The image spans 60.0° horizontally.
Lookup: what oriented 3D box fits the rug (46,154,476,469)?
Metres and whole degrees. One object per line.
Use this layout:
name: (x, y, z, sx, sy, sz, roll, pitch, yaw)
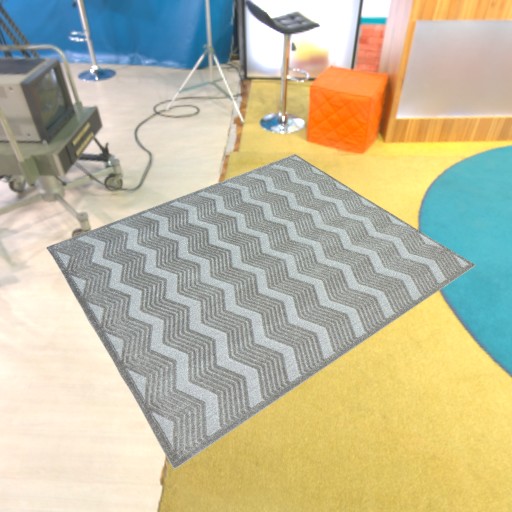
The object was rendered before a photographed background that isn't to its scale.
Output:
rug: (0.000, 0.000, 3.848, 2.880, 0.005, 2.391, -26, 47, -26)
